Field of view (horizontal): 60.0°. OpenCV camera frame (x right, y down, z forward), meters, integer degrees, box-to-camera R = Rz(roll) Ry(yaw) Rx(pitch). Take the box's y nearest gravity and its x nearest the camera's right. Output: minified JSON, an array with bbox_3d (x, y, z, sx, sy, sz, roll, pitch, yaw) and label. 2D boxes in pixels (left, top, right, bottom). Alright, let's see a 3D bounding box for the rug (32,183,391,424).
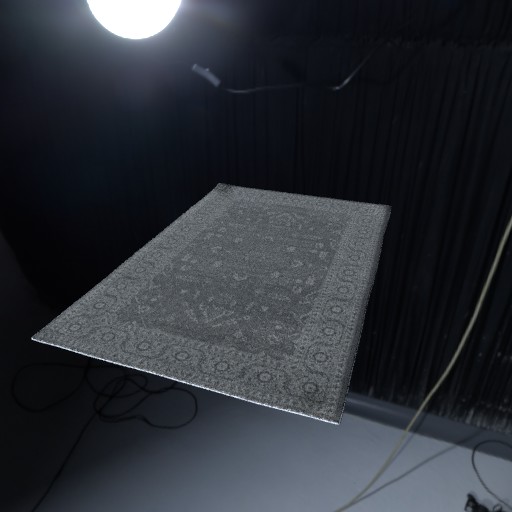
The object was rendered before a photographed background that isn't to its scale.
[{"bbox_3d":[0.000,0.000,2.289,1.209,0.019,1.828,10,31,17],"label":"rug"}]
